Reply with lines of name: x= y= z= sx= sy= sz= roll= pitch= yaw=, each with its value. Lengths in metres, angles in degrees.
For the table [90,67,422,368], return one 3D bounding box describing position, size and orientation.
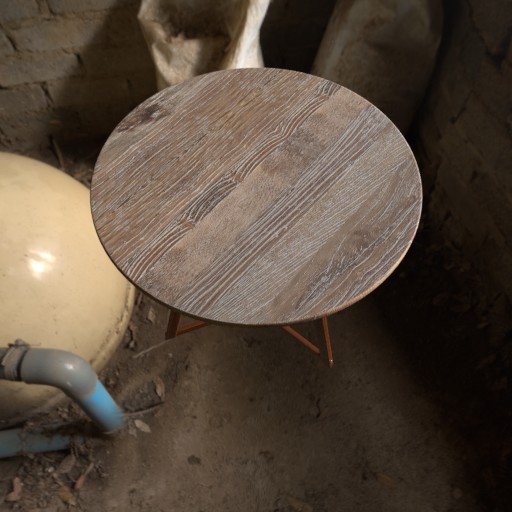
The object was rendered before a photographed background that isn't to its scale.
table: x=0.000 y=0.000 z=0.890 sx=0.500 sy=0.500 sz=0.500 roll=0 pitch=59 yaw=0
